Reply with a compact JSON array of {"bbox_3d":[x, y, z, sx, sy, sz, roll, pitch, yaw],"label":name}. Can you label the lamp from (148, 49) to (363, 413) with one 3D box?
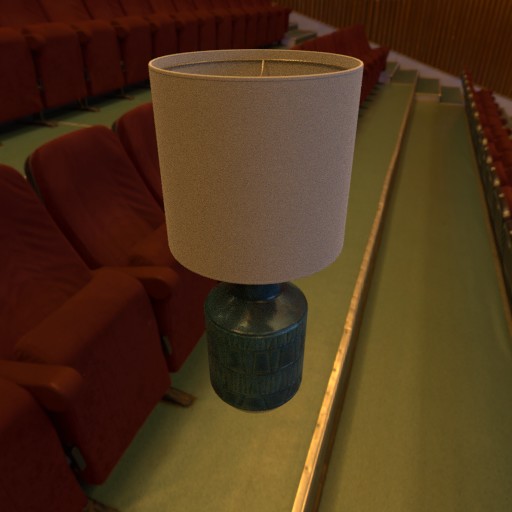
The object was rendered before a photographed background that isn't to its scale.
[{"bbox_3d":[0.000,0.000,0.559,0.211,0.455,0.211,10,32,16],"label":"lamp"}]
